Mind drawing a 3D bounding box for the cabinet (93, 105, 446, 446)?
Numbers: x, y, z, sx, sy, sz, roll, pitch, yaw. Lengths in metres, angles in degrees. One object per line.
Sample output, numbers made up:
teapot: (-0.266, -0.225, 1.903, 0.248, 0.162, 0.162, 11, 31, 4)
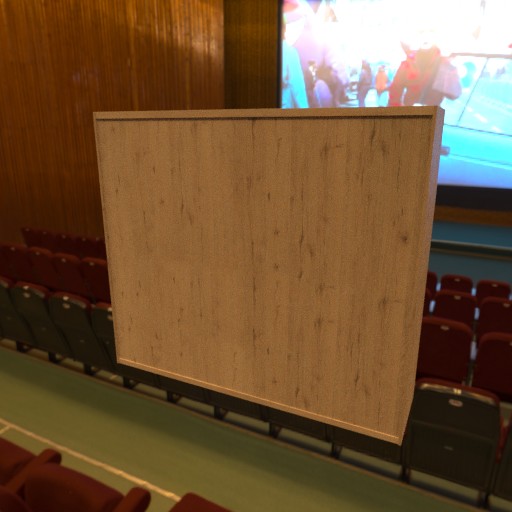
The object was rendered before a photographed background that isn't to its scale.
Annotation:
cabinet: (0.000, 0.000, 3.504, 2.500, 2.180, 0.660, 8, 18, 25)
